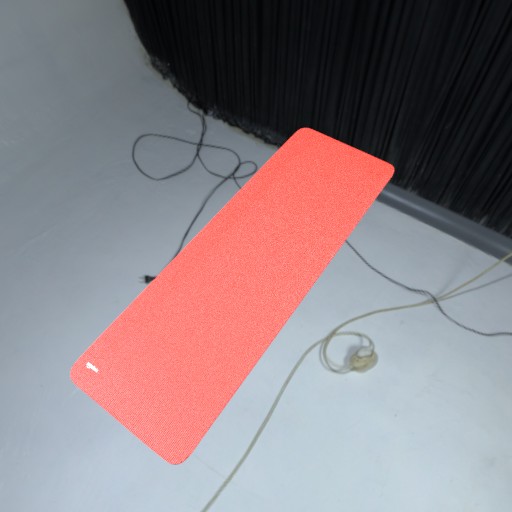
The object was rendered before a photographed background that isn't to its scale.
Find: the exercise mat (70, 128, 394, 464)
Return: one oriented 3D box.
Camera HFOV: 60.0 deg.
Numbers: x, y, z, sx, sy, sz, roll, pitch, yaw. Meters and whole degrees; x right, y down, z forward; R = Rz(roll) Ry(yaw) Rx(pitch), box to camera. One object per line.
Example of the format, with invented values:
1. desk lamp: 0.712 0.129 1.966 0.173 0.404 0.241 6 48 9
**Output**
1. exercise mat: 0.000 0.000 2.137 0.616 0.021 1.869 30 61 19
